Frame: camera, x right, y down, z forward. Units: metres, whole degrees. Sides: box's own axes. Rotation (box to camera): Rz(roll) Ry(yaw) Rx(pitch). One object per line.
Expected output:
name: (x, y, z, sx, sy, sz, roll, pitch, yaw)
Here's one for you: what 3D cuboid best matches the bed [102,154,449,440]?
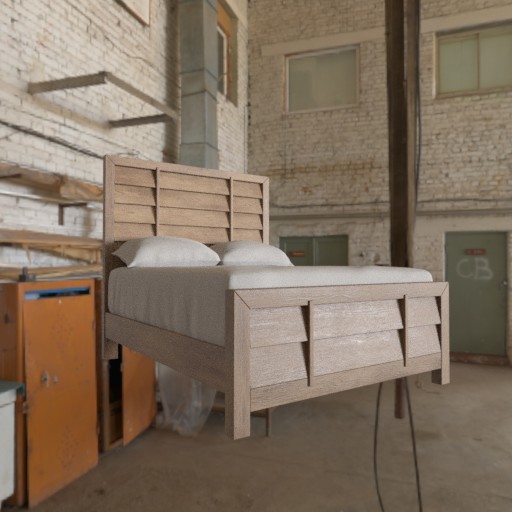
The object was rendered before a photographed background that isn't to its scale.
bed: (0.000, 0.000, 3.198, 1.615, 1.631, 2.017, 1, -1, -35)
